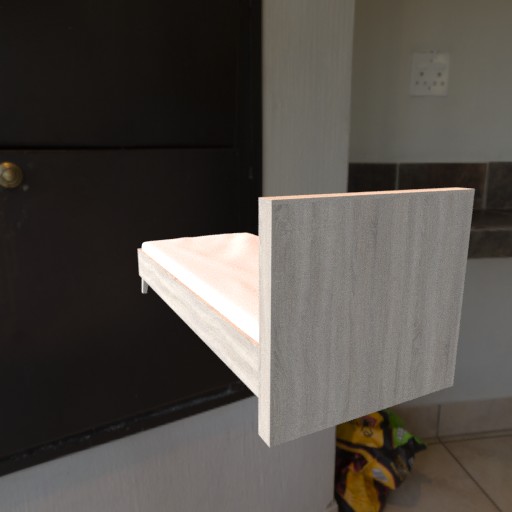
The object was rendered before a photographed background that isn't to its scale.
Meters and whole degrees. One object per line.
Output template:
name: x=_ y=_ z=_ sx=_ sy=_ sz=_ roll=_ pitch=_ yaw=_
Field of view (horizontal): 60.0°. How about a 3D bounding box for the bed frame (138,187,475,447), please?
bed frame: x=0.000 y=0.000 z=2.694 sx=0.990 sy=0.920 sz=2.140 roll=-7 pitch=15 yaw=-27
